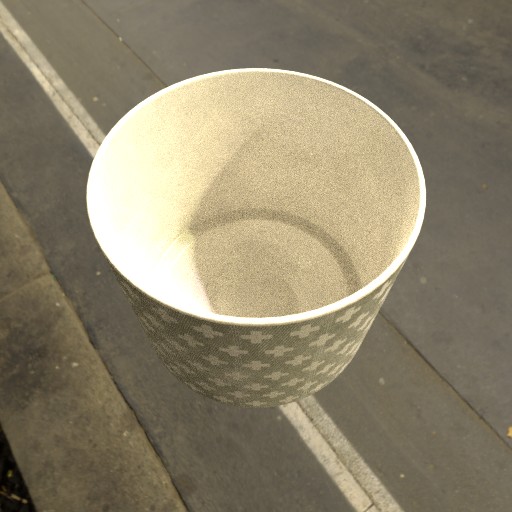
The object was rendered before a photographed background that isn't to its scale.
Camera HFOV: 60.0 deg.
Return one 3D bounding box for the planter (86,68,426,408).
[{"bbox_3d":[0.000,0.000,0.432,0.250,0.239,0.250,0,57,0],"label":"planter"}]
